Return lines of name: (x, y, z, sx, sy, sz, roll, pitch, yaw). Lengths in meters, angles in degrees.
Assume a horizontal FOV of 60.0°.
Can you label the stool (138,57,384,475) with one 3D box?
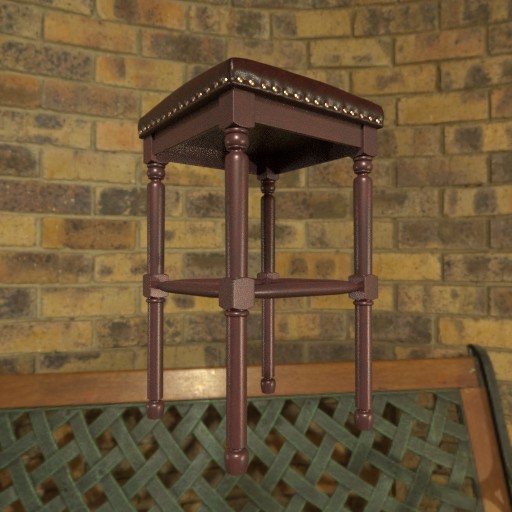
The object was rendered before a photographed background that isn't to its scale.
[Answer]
stool: (0.000, 0.000, 0.942, 0.382, 0.702, 0.383, 1, -1, -37)
